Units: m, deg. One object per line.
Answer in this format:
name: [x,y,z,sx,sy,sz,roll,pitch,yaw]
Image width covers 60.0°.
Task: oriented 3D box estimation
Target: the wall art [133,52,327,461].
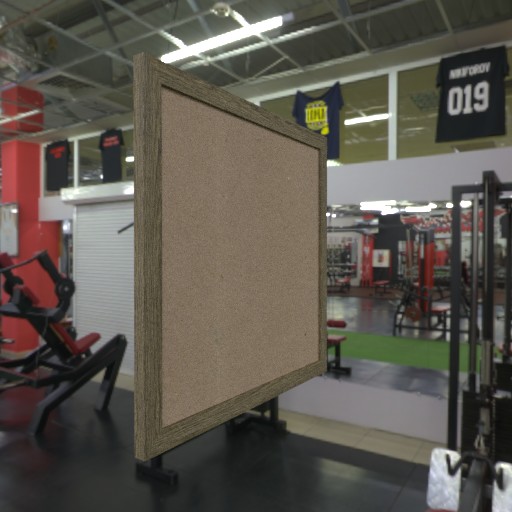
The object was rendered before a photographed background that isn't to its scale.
wall art: [0.000,0.000,0.762,0.019,0.508,0.508,0,1,35]
